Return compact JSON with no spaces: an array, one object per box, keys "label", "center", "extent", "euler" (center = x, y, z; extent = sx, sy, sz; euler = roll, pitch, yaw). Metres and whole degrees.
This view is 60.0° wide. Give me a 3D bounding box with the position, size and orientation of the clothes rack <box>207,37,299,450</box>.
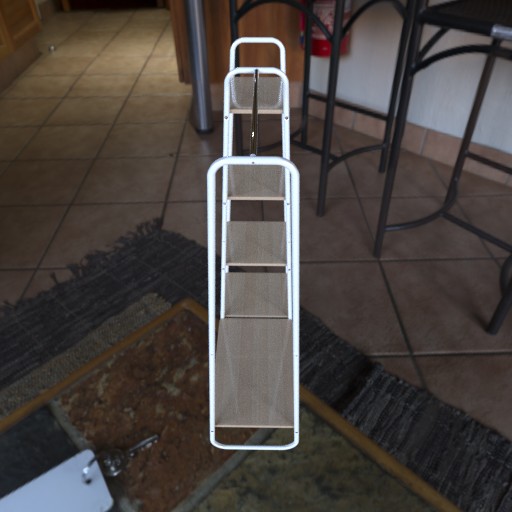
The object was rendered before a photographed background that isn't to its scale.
[{"label":"clothes rack","center":[0.000,0.000,1.928],"extent":[0.400,1.500,1.011],"euler":[1,41,1]}]
